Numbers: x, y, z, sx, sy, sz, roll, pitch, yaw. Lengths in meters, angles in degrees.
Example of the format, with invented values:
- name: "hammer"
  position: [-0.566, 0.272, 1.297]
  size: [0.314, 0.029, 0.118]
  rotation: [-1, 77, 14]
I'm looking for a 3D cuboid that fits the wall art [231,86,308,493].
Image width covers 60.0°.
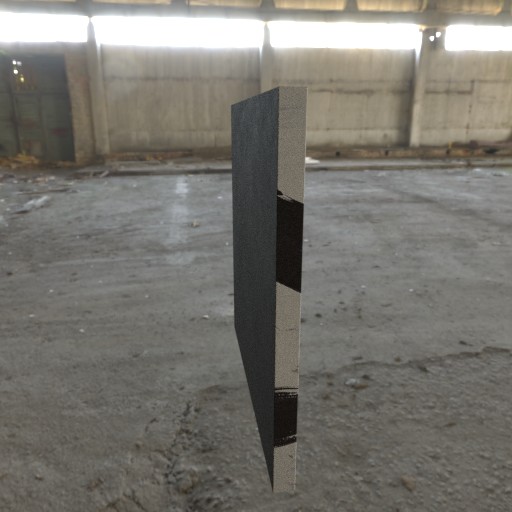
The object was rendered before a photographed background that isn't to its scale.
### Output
- name: "wall art"
  position: [0.000, 0.000, 1.145]
  size: [0.046, 0.765, 0.765]
  rotation: [-2, 17, -8]
